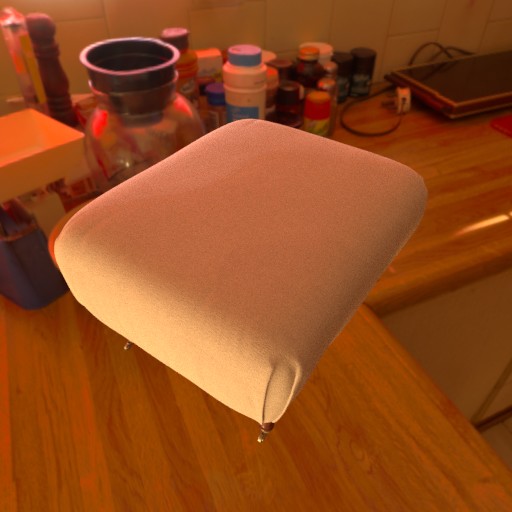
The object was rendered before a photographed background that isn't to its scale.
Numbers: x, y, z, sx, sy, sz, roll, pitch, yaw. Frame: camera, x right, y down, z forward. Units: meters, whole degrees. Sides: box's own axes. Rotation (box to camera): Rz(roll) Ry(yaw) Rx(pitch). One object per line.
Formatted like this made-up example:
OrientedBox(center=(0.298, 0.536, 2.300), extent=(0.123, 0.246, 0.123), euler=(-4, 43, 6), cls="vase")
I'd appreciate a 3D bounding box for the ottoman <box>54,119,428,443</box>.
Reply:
OrientedBox(center=(0.000, 0.000, 1.129), extent=(0.622, 0.450, 0.746), euler=(25, 48, 26), cls="ottoman")
